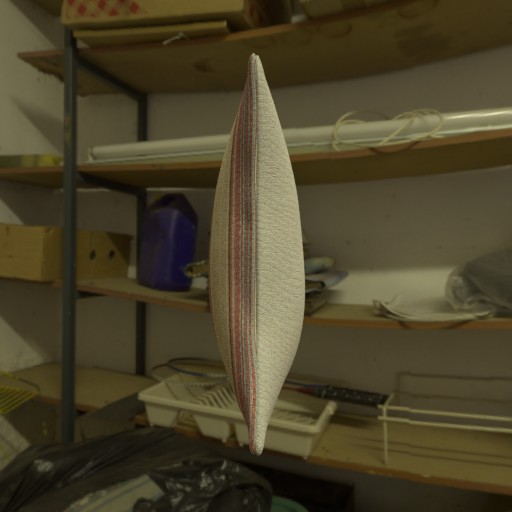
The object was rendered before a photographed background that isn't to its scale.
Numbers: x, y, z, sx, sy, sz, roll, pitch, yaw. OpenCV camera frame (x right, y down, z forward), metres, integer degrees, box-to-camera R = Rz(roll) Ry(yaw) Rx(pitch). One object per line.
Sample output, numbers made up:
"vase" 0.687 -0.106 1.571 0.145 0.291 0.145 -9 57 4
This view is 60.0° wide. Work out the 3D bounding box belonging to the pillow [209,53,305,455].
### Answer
"pillow" 0.000 0.000 0.667 0.136 0.419 0.437 0 -1 0
